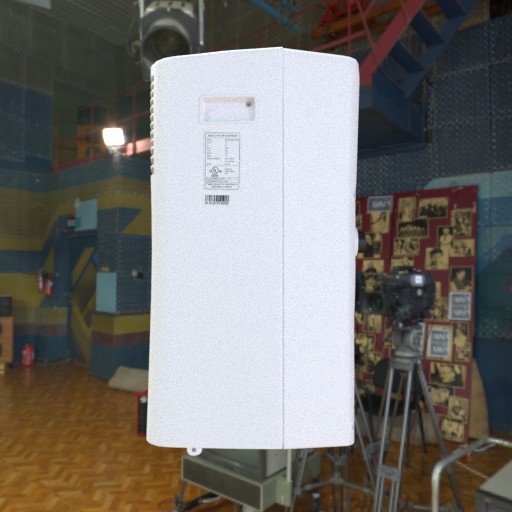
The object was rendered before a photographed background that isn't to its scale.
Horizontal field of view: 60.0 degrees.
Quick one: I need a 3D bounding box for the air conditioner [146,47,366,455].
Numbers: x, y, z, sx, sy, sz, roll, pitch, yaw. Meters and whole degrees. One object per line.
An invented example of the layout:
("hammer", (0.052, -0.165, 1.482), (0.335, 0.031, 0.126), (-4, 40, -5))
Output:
("air conditioner", (0.000, 0.000, 0.789), (0.349, 0.606, 0.304), (0, -2, 0))
